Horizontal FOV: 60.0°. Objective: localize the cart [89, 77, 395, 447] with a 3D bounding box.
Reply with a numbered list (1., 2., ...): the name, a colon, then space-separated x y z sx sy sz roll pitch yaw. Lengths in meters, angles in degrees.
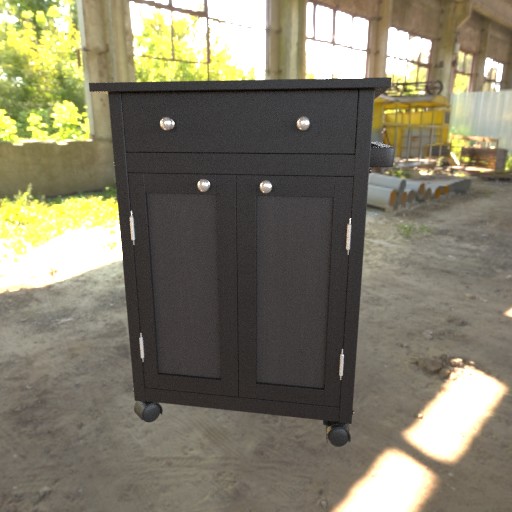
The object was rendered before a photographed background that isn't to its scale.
1. cart: 0.000 0.000 1.245 0.660 0.879 0.456 3 16 9
